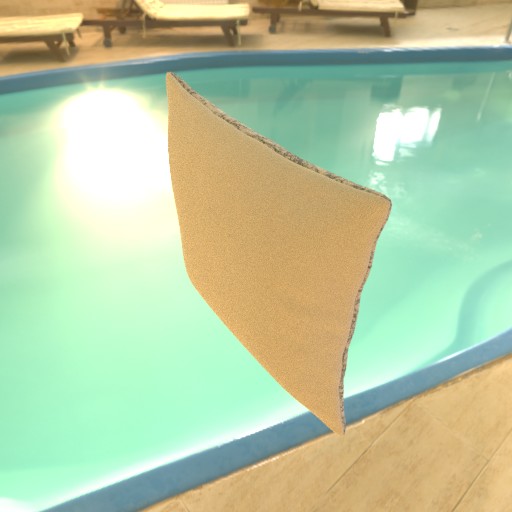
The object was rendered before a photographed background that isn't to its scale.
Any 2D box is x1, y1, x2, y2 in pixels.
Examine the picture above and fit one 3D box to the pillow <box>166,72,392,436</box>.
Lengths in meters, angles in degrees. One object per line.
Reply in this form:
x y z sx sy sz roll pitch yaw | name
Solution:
0.000 0.000 0.797 0.166 0.510 0.523 -25 46 -27 | pillow
